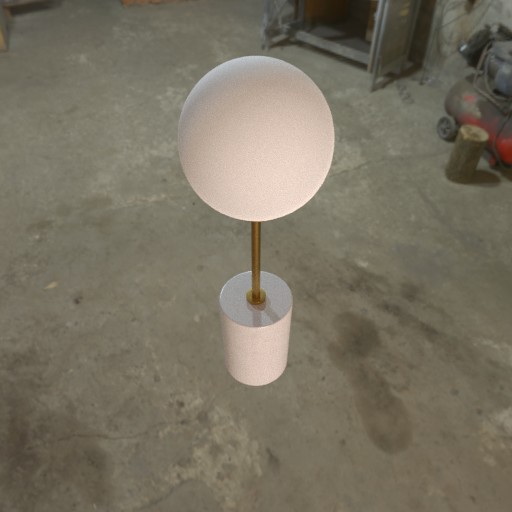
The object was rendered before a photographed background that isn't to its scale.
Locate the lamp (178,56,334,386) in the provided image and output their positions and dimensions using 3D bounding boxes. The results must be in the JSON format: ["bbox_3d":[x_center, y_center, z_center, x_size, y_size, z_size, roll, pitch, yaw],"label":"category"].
[{"bbox_3d":[0.000,0.000,0.556,0.153,0.480,0.153,0,46,0],"label":"lamp"}]
